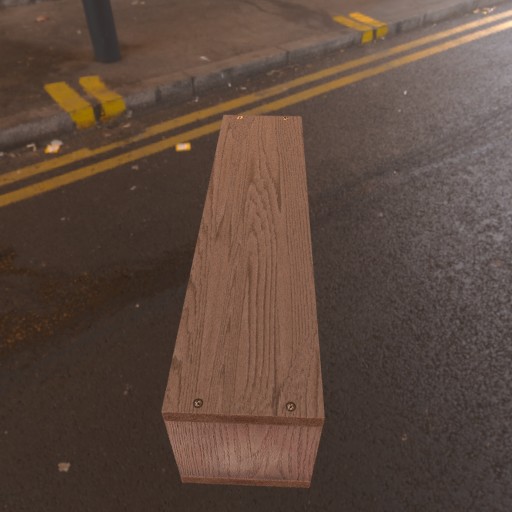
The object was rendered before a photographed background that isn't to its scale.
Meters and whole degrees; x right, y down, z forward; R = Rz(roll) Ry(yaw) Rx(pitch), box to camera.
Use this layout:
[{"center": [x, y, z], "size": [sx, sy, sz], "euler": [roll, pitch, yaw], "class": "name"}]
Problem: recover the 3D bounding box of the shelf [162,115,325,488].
[{"center": [0.000, 0.000, 0.687], "size": [0.150, 0.170, 0.610], "euler": [2, 43, 2], "class": "shelf"}]
